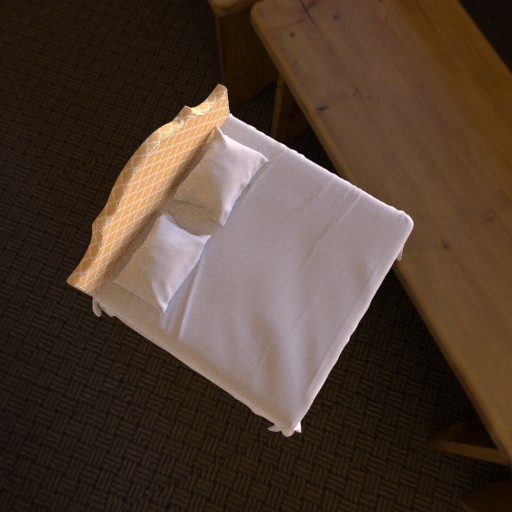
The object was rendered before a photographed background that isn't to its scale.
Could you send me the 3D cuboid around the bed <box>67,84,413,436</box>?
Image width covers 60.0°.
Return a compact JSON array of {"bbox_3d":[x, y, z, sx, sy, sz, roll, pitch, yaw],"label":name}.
[{"bbox_3d":[0.000,0.000,3.669,2.222,1.601,2.314,32,77,8],"label":"bed"}]
